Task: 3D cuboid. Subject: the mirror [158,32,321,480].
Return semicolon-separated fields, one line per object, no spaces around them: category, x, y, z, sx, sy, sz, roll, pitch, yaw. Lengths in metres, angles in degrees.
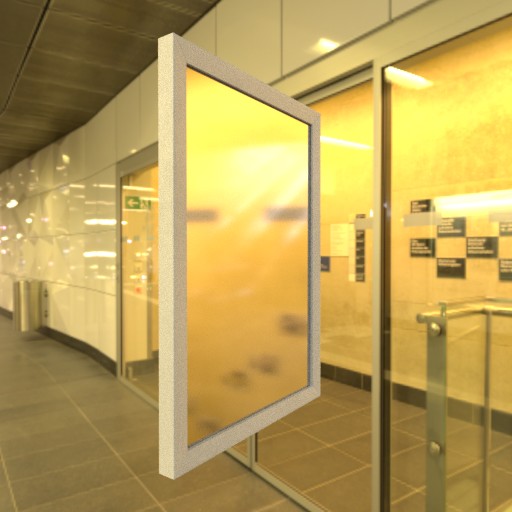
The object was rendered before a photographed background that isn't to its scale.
mirror;0.000;0.000;0.921;0.040;0.710;0.507;0;1;35
